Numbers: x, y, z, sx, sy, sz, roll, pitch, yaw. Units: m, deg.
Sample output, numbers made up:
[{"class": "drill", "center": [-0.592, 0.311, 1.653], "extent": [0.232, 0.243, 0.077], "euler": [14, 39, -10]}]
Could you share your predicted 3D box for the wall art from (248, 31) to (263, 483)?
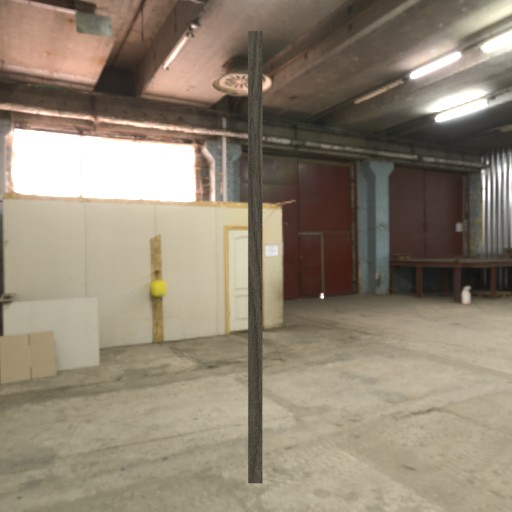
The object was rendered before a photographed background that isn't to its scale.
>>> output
[{"class": "wall art", "center": [0.000, 0.000, 0.751], "extent": [0.016, 0.507, 0.508], "euler": [0, 1, 0]}]
